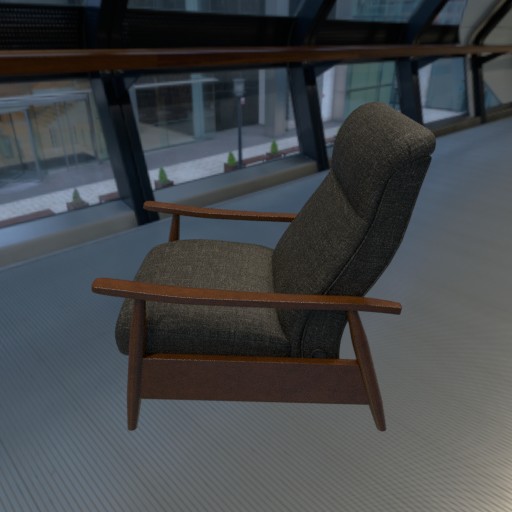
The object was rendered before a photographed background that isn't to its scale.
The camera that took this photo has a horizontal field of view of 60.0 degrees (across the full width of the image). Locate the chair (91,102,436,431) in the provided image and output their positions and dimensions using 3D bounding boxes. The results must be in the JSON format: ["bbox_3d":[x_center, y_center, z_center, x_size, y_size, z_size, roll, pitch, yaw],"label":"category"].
[{"bbox_3d":[0.000,0.000,1.725,1.014,1.082,0.762,0,27,0],"label":"chair"}]
